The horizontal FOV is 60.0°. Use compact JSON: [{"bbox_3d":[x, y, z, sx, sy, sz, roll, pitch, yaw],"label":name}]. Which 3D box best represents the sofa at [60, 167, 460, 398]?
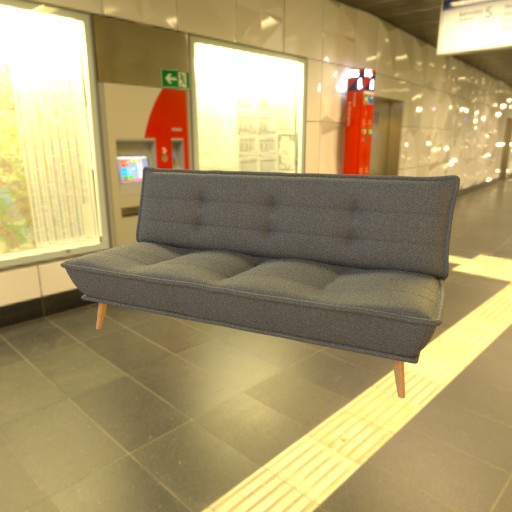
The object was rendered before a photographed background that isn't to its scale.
[{"bbox_3d":[0.000,0.000,2.420,1.940,0.890,0.950,7,16,24],"label":"sofa"}]
